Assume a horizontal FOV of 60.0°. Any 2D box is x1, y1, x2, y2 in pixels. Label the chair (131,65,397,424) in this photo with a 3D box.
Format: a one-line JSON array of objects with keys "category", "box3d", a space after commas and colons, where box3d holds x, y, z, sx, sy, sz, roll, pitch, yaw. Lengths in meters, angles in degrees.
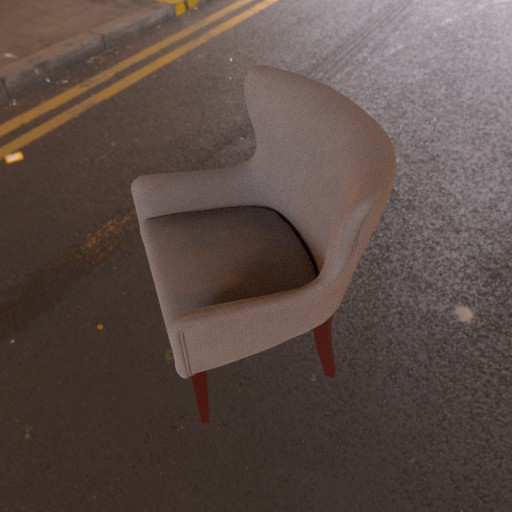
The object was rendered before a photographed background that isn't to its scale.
[{"category": "chair", "box3d": [0.000, 0.000, 1.457, 0.677, 0.948, 0.732, -14, 47, -14]}]
